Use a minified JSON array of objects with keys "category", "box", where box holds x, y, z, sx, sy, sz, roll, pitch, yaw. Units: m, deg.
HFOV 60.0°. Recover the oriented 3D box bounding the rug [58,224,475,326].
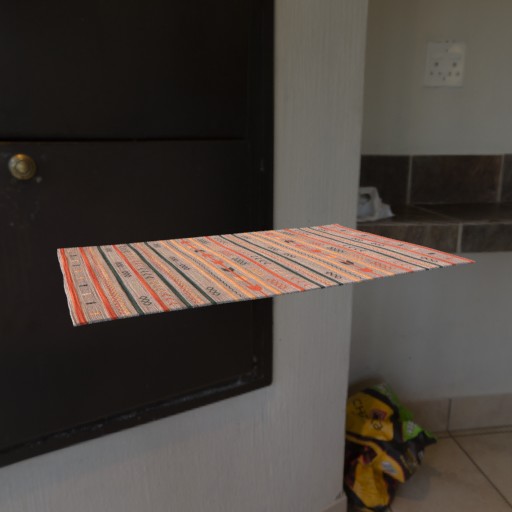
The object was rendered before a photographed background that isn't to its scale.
[{"category":"rug","box":[0.000,0.000,3.031,2.439,0.029,1.537,-7,16,-25]}]
